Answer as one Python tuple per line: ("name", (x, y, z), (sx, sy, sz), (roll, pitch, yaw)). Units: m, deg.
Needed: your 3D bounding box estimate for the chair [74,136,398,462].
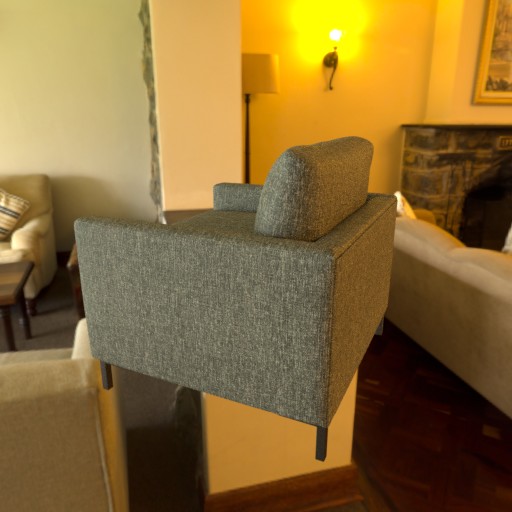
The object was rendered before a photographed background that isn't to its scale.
("chair", (0.000, 0.000, 1.668), (0.866, 0.861, 0.963), (8, 19, 24))
